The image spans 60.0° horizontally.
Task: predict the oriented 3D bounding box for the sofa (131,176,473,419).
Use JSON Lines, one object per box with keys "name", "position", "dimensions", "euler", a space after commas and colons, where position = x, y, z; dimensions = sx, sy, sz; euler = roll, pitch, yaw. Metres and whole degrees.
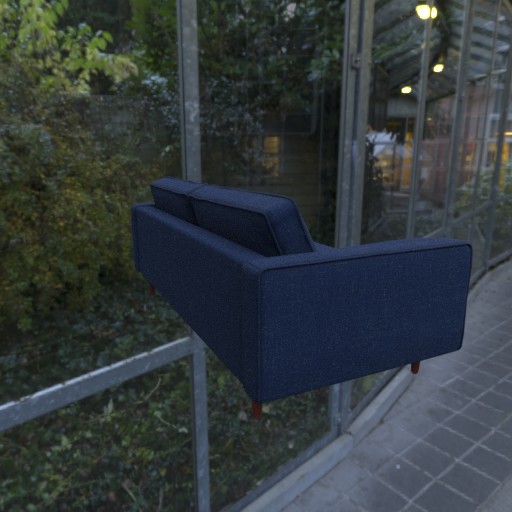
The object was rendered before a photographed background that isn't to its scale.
{"name": "sofa", "position": [0.000, 0.000, 2.294], "dimensions": [0.914, 0.762, 1.880], "euler": [-6, 14, -25]}
